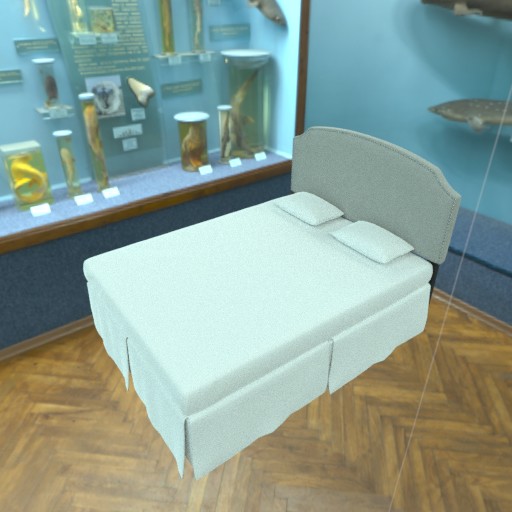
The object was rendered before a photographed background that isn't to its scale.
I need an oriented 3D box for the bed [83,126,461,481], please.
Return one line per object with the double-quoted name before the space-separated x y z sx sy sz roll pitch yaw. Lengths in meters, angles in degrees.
"bed" 0.000 0.000 2.946 1.999 1.270 1.558 -21 38 -30
